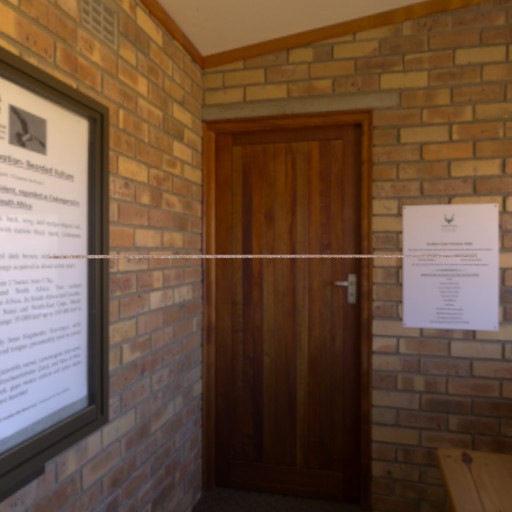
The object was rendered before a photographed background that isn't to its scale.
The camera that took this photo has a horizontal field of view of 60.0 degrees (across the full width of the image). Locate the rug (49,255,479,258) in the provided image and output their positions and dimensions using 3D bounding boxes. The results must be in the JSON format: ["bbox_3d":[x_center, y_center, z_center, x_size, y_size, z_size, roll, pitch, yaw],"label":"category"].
[{"bbox_3d":[0.000,0.000,3.092,2.446,0.009,1.529,0,0,-18],"label":"rug"}]
